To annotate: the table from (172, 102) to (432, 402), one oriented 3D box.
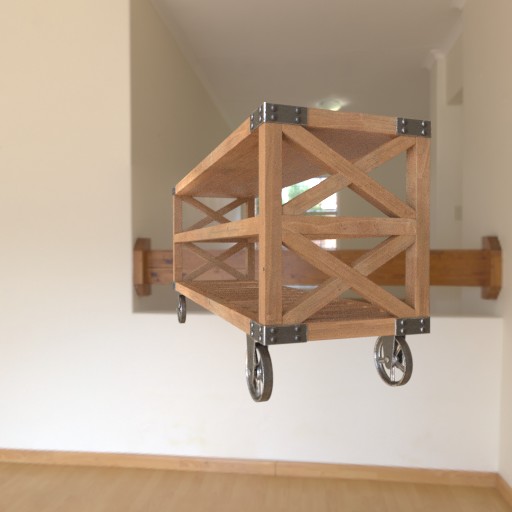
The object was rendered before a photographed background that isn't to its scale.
[{"bbox_3d":[0.000,0.000,1.764,0.467,0.711,1.487,0,1,-18],"label":"table"}]
